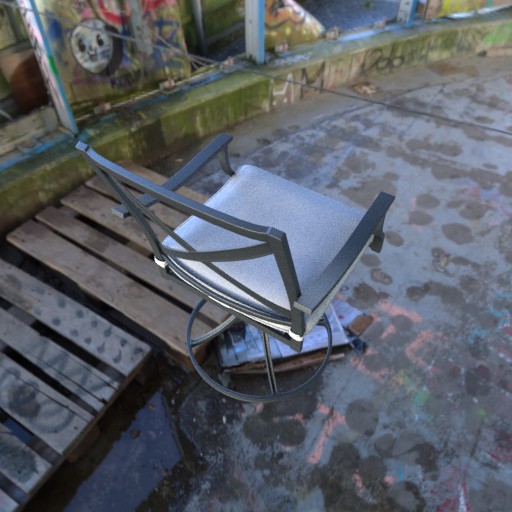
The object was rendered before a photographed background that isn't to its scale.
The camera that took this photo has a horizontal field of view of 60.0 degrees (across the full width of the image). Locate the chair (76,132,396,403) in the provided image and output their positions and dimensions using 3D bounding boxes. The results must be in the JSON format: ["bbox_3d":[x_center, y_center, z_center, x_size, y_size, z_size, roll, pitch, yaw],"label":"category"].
[{"bbox_3d":[0.000,0.000,1.290,0.575,0.889,0.620,26,52,22],"label":"chair"}]
